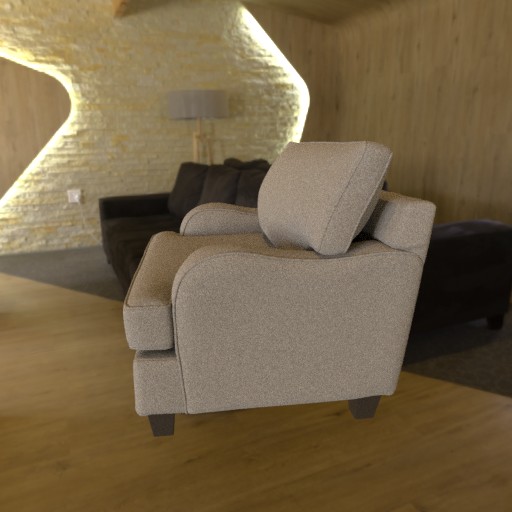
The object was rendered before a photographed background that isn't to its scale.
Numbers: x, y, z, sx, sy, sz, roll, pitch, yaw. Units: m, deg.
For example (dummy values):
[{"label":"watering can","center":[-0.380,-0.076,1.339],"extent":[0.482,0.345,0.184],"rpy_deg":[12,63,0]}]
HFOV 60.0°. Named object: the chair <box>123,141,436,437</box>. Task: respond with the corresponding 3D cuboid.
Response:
[{"label":"chair","center":[0.000,0.000,2.021],"extent":[1.040,1.016,1.220],"rpy_deg":[-2,14,-8]}]
